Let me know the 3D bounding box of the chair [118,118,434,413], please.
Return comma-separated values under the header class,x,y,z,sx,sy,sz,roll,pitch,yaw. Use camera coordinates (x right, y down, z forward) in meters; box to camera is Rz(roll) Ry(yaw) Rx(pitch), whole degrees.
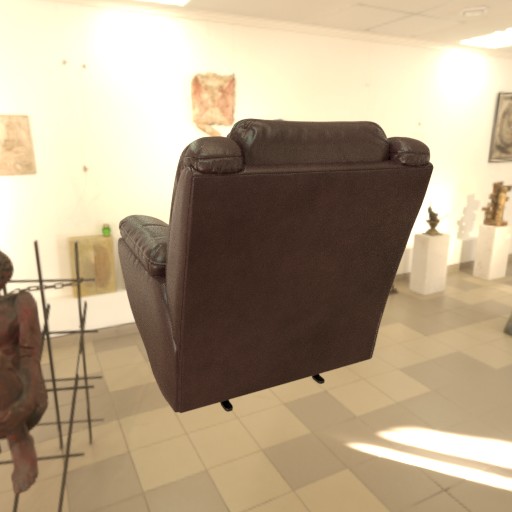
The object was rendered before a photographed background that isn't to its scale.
class,x,y,z,sx,sy,sz,roll,pitch,yaw
chair,0.000,0.000,1.906,0.990,1.093,1.041,-8,17,-26
